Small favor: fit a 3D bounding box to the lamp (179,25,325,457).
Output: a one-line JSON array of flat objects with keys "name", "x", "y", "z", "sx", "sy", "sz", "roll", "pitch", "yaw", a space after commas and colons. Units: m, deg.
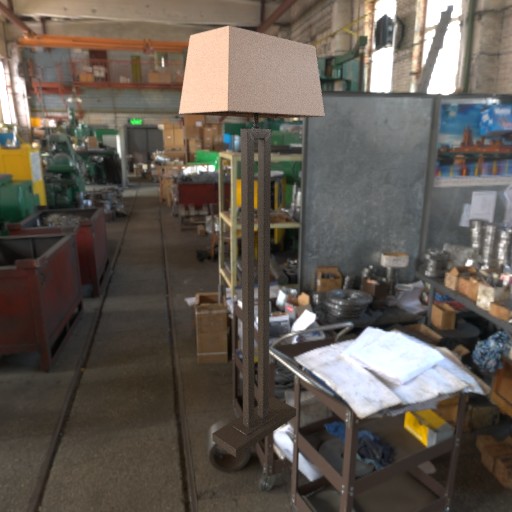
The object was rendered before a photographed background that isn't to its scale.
[{"name": "lamp", "x": 0.000, "y": 0.000, "z": 1.641, "sx": 0.233, "sy": 1.469, "sz": 0.475, "roll": 14, "pitch": 20, "yaw": 42}]
